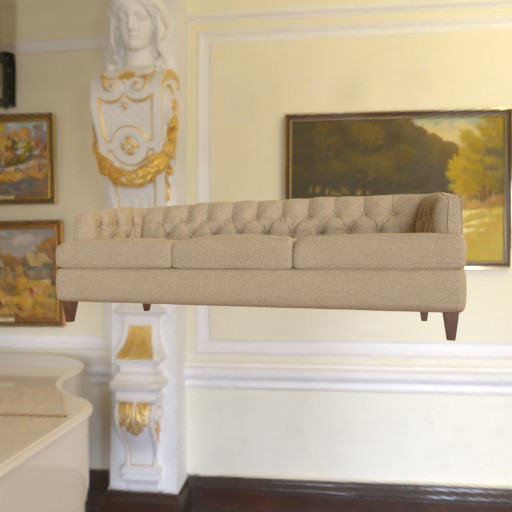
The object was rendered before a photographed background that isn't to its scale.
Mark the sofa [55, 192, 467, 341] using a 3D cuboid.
[{"bbox_3d":[0.000,0.000,2.685,2.235,0.788,0.913,0,-1,18],"label":"sofa"}]
